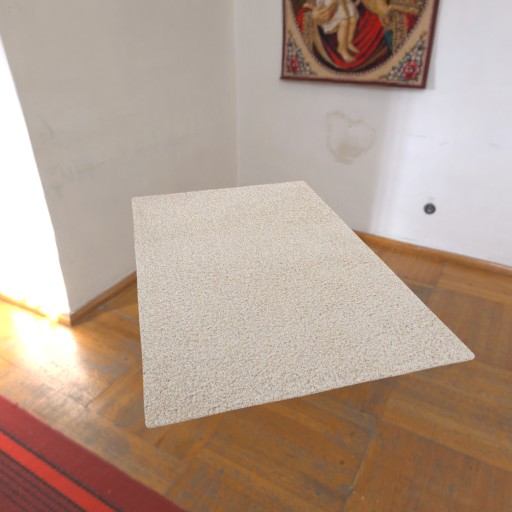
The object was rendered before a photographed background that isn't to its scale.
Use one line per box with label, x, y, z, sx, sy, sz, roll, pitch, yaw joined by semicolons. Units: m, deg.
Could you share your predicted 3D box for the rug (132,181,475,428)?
rug;0.000;0.000;3.375;1.778;0.030;2.743;-8;32;-13
